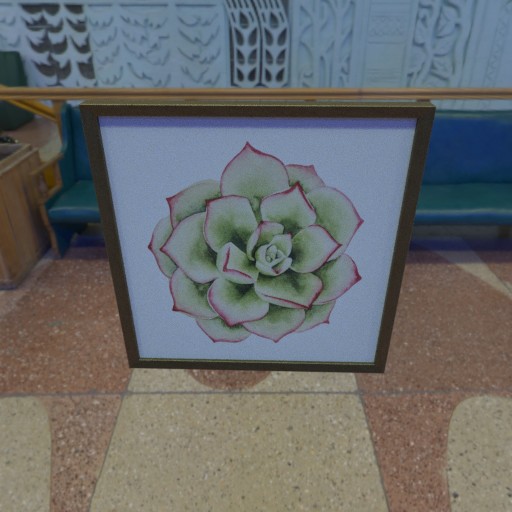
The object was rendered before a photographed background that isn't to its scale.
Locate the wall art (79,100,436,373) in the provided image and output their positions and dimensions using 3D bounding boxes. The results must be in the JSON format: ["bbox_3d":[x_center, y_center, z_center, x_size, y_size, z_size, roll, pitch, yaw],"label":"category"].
[{"bbox_3d":[0.000,0.000,0.761,0.503,0.506,0.031,1,30,1],"label":"wall art"}]
